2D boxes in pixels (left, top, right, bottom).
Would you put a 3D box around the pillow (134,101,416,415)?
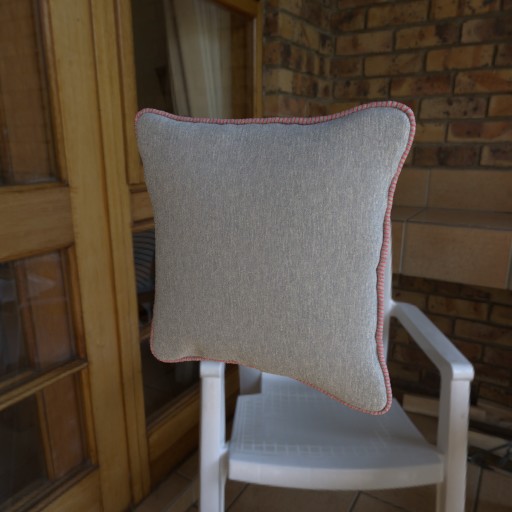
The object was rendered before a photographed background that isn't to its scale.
[{"bbox_3d":[0.000,0.000,0.757,0.482,0.491,0.124,7,16,24],"label":"pillow"}]
